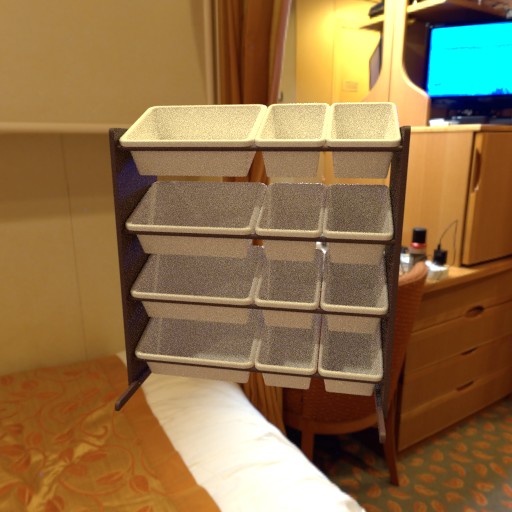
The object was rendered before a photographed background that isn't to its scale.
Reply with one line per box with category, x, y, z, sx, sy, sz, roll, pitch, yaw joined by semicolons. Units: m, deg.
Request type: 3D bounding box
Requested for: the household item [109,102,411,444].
household item;0.000;0.000;1.289;0.787;0.864;0.389;3;14;11
